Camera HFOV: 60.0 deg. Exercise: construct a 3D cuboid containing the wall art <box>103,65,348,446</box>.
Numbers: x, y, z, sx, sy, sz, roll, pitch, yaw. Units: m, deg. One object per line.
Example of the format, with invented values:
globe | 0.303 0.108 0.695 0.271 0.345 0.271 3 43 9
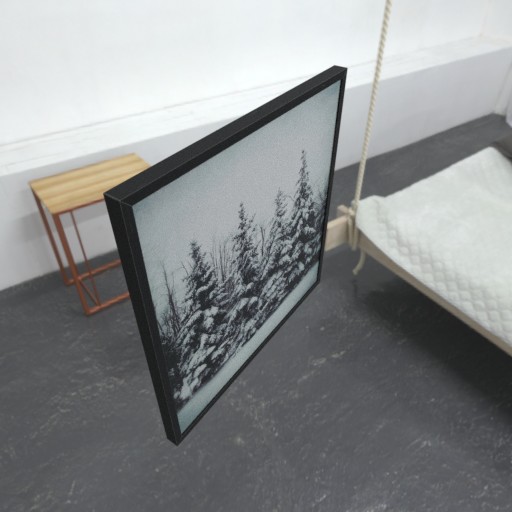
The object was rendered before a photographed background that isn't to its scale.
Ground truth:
wall art | 0.000 0.000 1.156 0.037 0.761 0.761 25 46 26
